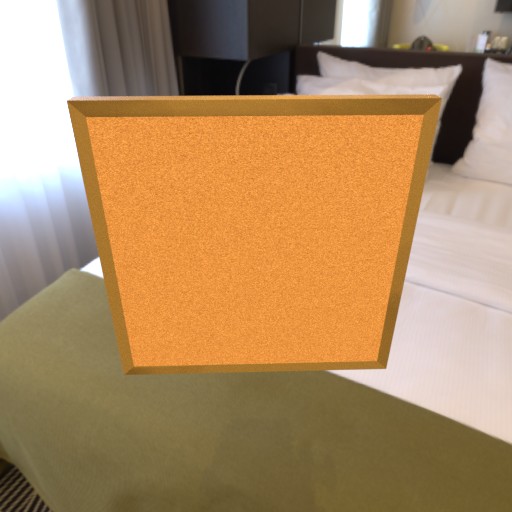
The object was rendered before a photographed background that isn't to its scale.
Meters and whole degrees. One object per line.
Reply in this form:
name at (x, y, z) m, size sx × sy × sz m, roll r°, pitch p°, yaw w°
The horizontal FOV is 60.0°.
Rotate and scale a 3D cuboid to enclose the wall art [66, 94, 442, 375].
wall art at (0.000, 0.000, 1.110) m, size 0.762 × 0.762 × 0.038 m, roll -1°, pitch 31°, yaw -2°
